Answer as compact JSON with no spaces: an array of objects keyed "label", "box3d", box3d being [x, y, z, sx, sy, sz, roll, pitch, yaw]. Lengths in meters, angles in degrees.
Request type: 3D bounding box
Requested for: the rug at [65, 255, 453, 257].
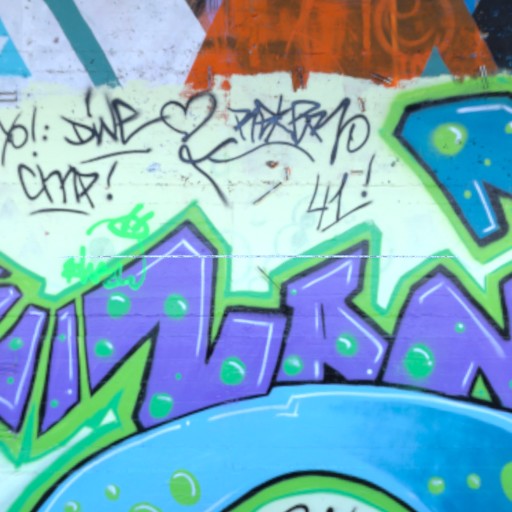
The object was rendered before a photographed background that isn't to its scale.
[{"label":"rug","box3d":[0.000,0.000,2.128,1.190,0.003,1.634,0,0,-1]}]
